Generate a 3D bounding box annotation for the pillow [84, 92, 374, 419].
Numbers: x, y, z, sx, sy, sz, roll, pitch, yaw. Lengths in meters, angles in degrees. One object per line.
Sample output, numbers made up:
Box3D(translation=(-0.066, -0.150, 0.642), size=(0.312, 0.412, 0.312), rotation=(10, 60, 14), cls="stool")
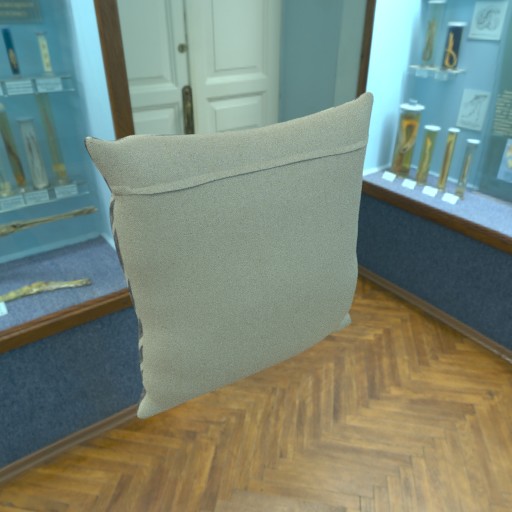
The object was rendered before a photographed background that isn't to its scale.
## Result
Box3D(translation=(0.000, 0.000, 0.678), size=(0.440, 0.441, 0.182), rotation=(-18, 35, -29), cls="pillow")
